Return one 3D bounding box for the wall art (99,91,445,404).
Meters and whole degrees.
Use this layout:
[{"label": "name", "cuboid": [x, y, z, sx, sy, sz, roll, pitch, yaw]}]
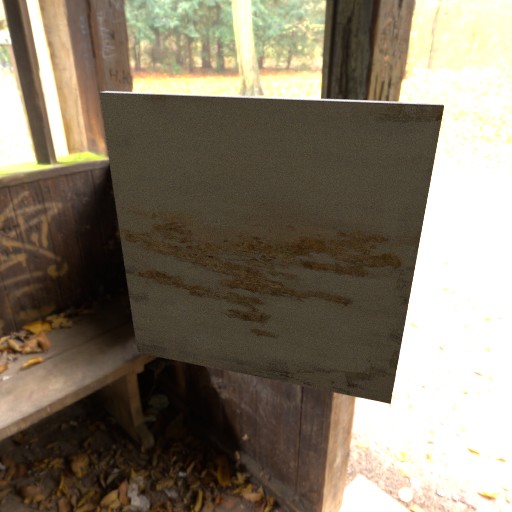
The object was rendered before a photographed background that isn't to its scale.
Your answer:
[{"label": "wall art", "cuboid": [0.000, 0.000, 1.500, 1.015, 1.018, 0.040, 8, 27, 15]}]
